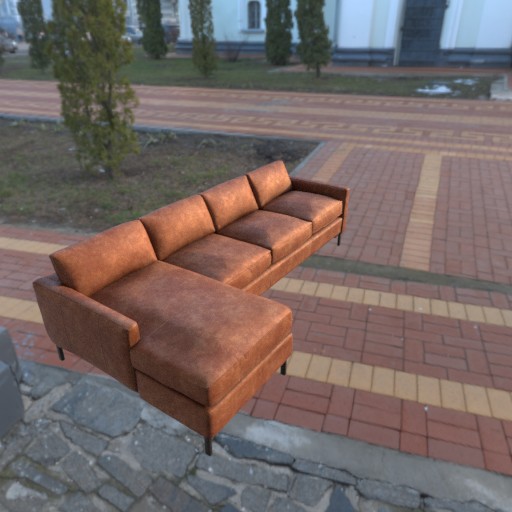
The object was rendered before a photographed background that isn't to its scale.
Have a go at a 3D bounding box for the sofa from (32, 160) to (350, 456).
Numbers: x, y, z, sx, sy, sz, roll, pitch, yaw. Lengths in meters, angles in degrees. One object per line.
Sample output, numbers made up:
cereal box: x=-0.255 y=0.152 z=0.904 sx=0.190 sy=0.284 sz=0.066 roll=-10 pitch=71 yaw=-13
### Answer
sofa: x=0.000 y=0.000 z=3.668 sx=1.471 sy=0.859 sz=2.993 roll=17 pitch=32 yaw=30
